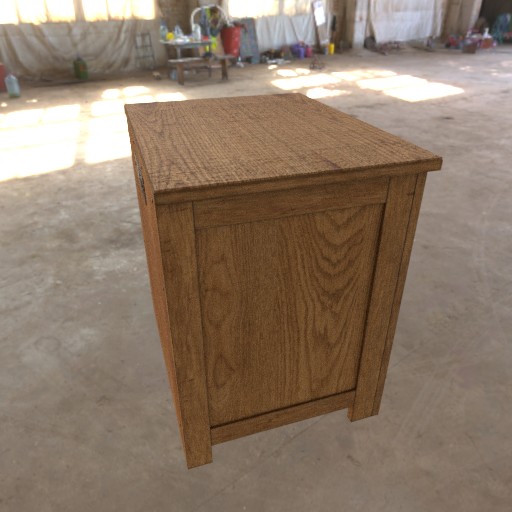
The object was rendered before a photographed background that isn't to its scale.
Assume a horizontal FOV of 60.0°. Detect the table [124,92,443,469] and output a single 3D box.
[{"bbox_3d":[0.000,0.000,1.068,0.494,0.625,0.601,-9,32,-16],"label":"table"}]
